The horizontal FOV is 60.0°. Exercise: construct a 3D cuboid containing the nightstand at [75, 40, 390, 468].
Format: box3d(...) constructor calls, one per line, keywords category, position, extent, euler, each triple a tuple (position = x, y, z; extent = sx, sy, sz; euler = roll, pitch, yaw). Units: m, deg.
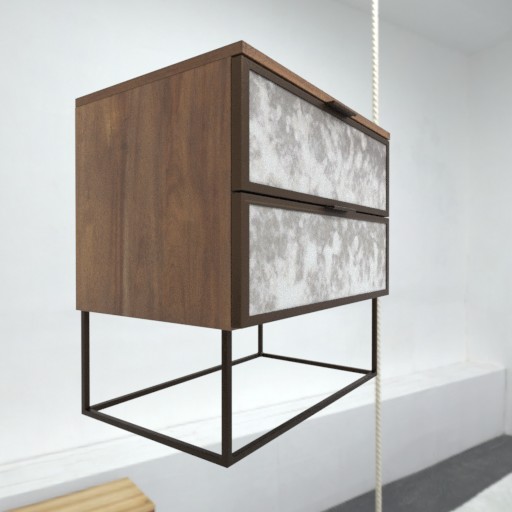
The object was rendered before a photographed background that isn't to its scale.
box3d(category="nightstand", position=(0.000, 0.000, 0.980), extent=(0.427, 0.611, 0.605), euler=(0, 1, 36))
